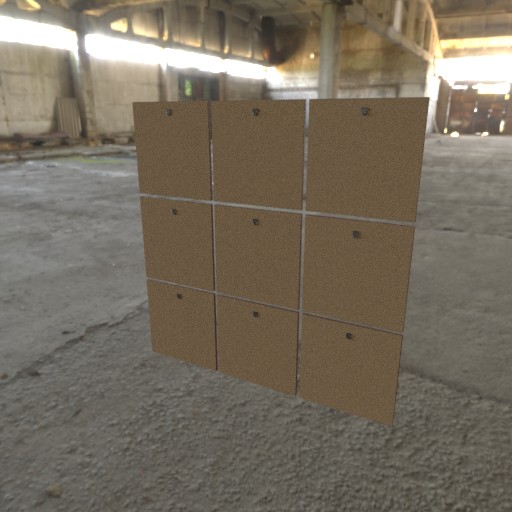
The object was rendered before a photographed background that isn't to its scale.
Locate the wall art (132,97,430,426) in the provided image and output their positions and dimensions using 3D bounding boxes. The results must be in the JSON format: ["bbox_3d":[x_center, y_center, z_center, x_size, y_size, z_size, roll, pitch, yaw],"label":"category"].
[{"bbox_3d":[0.000,0.000,1.834,1.221,1.218,0.019,9,20,27],"label":"wall art"}]
